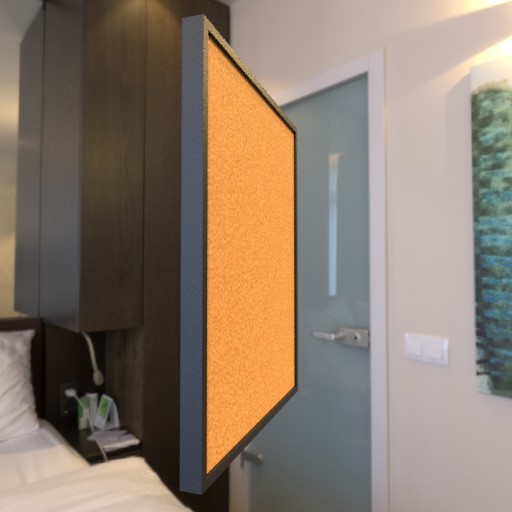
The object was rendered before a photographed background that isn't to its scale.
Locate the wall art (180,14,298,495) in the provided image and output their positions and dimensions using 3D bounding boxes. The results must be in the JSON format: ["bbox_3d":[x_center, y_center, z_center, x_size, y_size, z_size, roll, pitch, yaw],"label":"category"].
[{"bbox_3d":[0.000,0.000,0.735,0.029,0.559,0.457,-1,-2,19],"label":"wall art"}]
